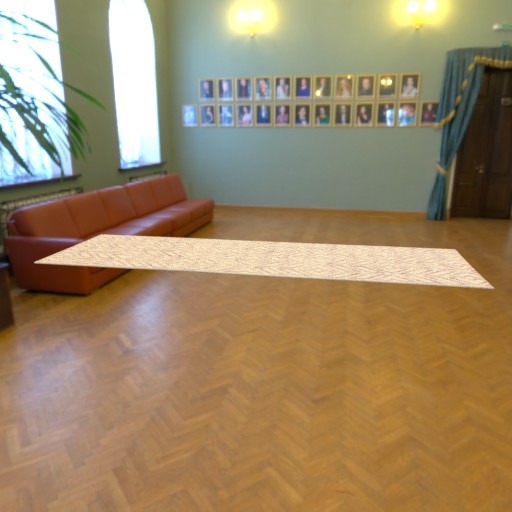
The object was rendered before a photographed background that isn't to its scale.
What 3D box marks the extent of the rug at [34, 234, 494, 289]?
[{"bbox_3d":[0.000,0.000,2.667,2.435,0.009,0.750,3,15,10],"label":"rug"}]
